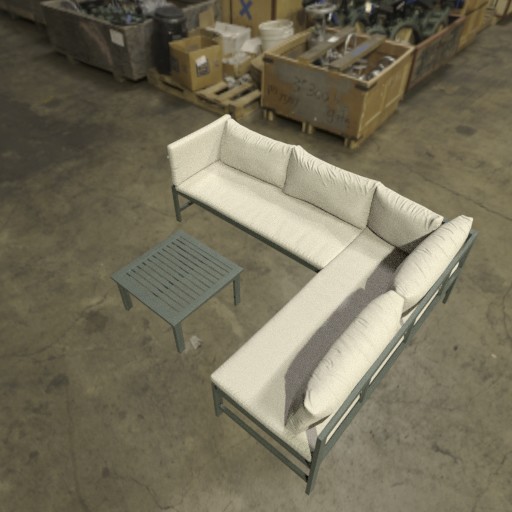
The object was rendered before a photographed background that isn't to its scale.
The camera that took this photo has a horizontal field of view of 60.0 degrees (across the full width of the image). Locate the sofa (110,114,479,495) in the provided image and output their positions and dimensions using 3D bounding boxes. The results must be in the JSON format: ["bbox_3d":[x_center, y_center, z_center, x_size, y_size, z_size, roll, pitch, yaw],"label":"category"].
[{"bbox_3d":[0.000,0.000,2.860,2.096,0.758,1.658,31,52,28],"label":"sofa"}]
